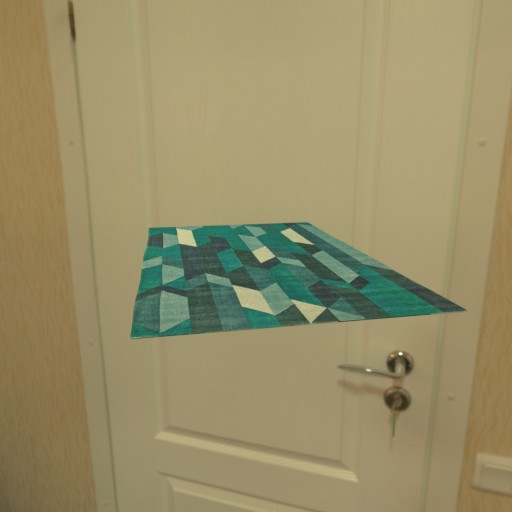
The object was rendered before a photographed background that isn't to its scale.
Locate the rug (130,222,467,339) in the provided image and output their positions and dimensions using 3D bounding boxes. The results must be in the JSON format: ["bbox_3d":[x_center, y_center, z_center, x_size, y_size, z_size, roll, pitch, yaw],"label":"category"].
[{"bbox_3d":[0.000,0.000,3.063,1.528,0.005,2.420,-3,15,-11],"label":"rug"}]
